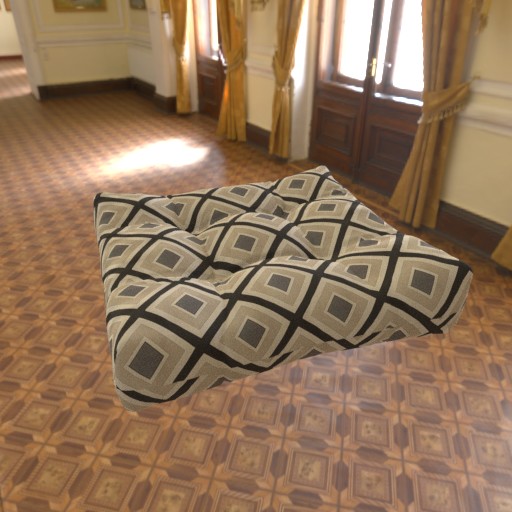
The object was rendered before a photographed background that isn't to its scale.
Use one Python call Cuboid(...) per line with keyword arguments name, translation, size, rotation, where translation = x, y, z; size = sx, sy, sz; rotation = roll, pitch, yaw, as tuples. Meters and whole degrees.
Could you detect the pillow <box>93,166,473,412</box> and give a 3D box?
Cuboid(name="pillow", translation=(0.000, 0.000, 0.731), size=(0.490, 0.128, 0.468), rotation=(-10, 32, -17))
